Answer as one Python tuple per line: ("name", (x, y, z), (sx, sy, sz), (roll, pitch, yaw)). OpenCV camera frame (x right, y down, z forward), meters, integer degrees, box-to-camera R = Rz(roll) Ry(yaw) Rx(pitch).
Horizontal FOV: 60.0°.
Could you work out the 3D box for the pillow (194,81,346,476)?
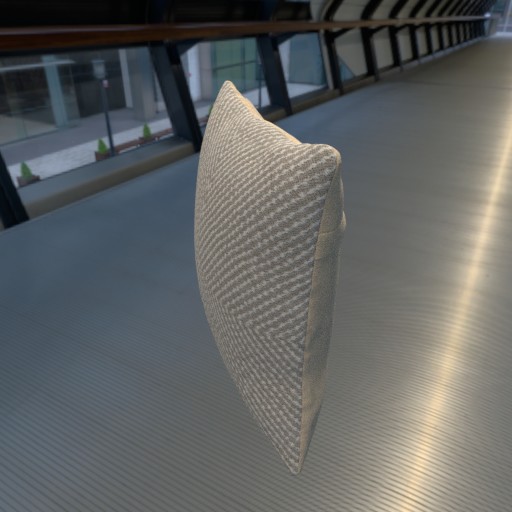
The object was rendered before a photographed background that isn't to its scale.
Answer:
("pillow", (0.000, 0.000, 0.693), (0.181, 0.458, 0.459), (-8, 31, -14))
